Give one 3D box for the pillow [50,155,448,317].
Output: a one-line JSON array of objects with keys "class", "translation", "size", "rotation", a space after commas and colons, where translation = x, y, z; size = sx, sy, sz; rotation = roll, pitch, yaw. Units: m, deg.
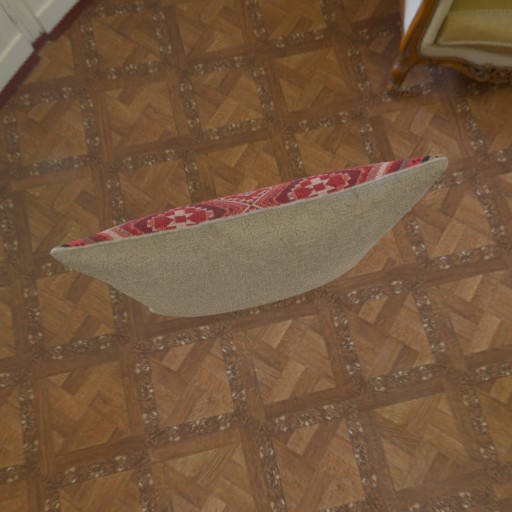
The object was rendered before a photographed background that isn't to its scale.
[{"class": "pillow", "translation": [0.000, 0.000, 0.798], "size": [0.513, 0.511, 0.158], "rotation": [-14, 76, -4]}]
